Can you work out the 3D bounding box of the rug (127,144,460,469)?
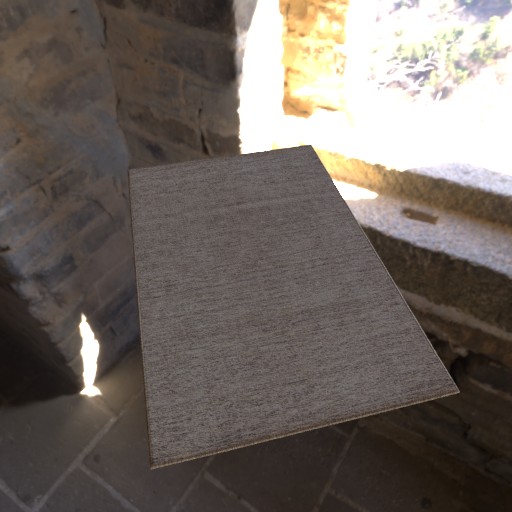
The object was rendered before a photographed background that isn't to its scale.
[{"bbox_3d":[0.000,0.000,2.258,1.211,0.018,1.822,-10,47,-9],"label":"rug"}]
